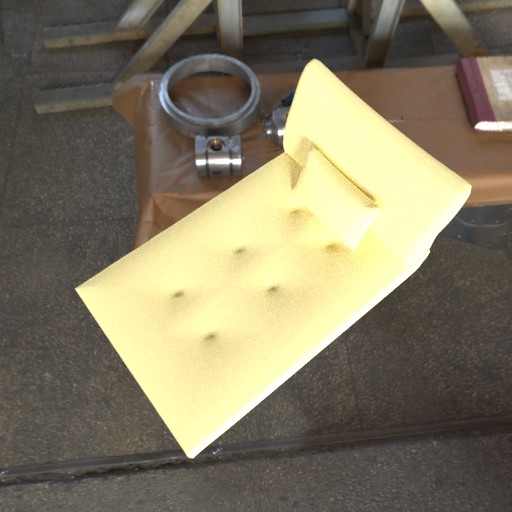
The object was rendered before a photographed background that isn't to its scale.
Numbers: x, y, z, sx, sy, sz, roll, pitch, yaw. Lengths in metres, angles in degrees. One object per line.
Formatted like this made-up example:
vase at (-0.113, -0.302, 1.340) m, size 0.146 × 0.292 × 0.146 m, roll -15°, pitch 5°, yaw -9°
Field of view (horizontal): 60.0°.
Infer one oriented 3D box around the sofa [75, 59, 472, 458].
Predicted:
sofa at (0.000, 0.000, 1.990) m, size 1.450 × 0.820 × 0.930 m, roll -36°, pitch 69°, yaw -16°
